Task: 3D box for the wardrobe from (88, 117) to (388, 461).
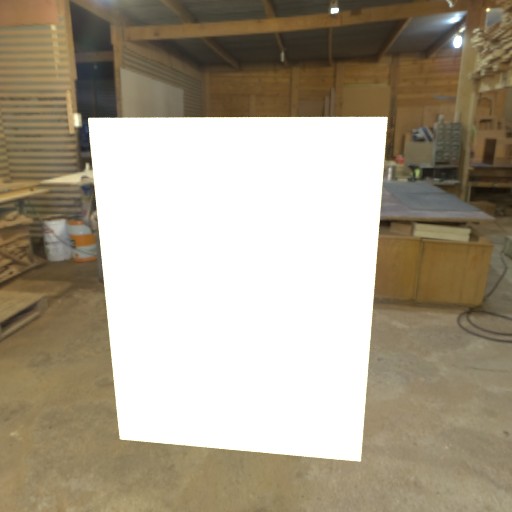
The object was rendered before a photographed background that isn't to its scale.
[{"bbox_3d":[0.000,0.000,0.892,0.400,0.520,0.500,2,16,7],"label":"wardrobe"}]
